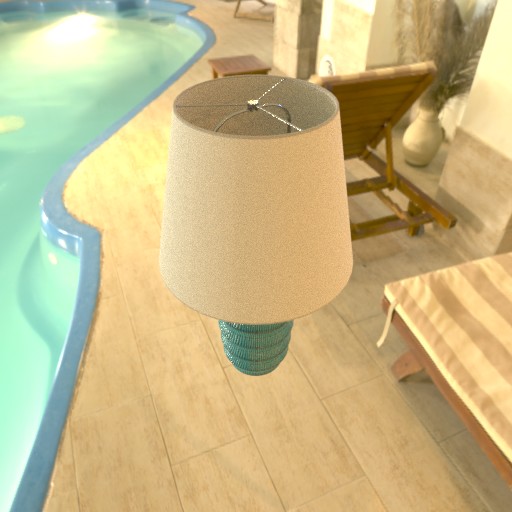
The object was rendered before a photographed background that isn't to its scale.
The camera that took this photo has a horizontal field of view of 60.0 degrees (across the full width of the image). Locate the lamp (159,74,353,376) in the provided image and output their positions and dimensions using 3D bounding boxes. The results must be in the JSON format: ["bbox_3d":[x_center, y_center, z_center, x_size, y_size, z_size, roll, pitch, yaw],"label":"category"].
[{"bbox_3d":[0.000,0.000,0.827,0.355,0.582,0.355,0,40,0],"label":"lamp"}]
